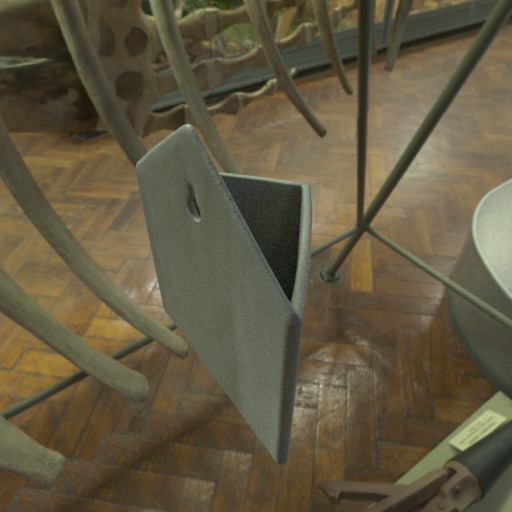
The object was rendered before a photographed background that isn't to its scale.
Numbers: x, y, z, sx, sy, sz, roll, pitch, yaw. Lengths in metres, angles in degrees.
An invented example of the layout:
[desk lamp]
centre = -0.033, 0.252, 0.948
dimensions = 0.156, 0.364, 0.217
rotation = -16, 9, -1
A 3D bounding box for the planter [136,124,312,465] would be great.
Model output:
[planter]
centre = 0.000, 0.000, 0.277
dimensions = 0.080, 0.194, 0.163
rotation = -25, 48, -26
